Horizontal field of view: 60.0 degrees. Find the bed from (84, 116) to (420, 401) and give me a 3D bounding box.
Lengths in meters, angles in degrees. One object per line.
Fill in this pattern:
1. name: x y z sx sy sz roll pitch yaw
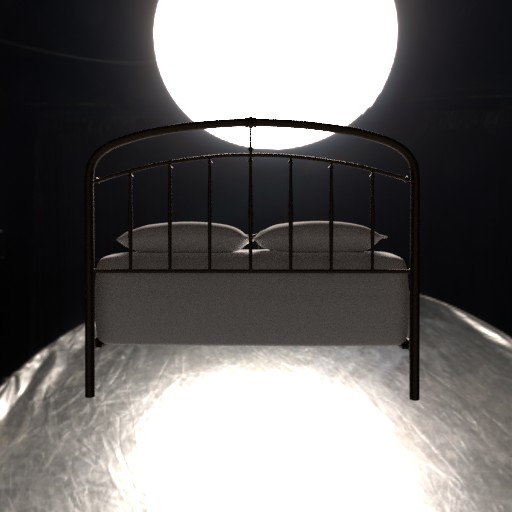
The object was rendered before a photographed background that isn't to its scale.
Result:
1. bed: 0.000 0.000 3.301 1.711 1.425 2.180 0 0 1
